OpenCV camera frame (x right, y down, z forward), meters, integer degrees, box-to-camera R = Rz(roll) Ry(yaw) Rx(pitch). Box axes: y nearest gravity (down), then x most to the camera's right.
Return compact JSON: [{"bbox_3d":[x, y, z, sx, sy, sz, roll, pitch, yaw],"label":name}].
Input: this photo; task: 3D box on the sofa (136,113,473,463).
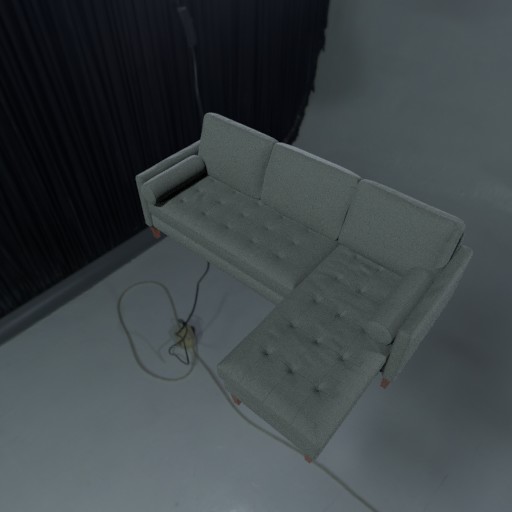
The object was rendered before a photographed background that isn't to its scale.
[{"bbox_3d":[0.000,0.000,2.866,2.178,0.876,1.506,31,53,27],"label":"sofa"}]
